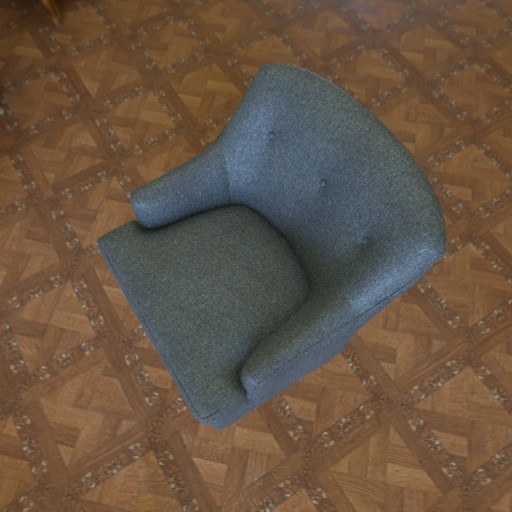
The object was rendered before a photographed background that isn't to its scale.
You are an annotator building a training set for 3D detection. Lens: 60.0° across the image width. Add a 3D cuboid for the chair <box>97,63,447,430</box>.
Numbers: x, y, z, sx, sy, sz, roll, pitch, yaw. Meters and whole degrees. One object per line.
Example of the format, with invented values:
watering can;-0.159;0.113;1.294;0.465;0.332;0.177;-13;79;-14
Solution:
chair;0.000;0.000;1.585;0.923;0.856;0.864;-31;67;-14
